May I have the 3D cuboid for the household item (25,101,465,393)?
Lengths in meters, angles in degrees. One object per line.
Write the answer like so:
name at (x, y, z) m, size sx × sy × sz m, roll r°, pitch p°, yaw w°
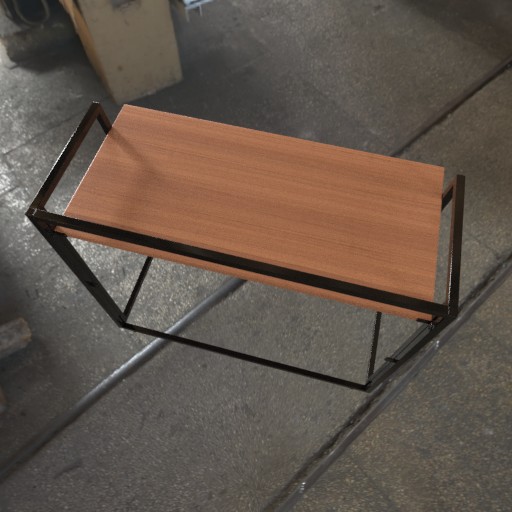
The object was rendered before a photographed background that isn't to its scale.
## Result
household item at (0.000, 0.000, 1.523) m, size 1.050 × 0.860 × 0.510 m, roll 13°, pitch 63°, yaw 7°
